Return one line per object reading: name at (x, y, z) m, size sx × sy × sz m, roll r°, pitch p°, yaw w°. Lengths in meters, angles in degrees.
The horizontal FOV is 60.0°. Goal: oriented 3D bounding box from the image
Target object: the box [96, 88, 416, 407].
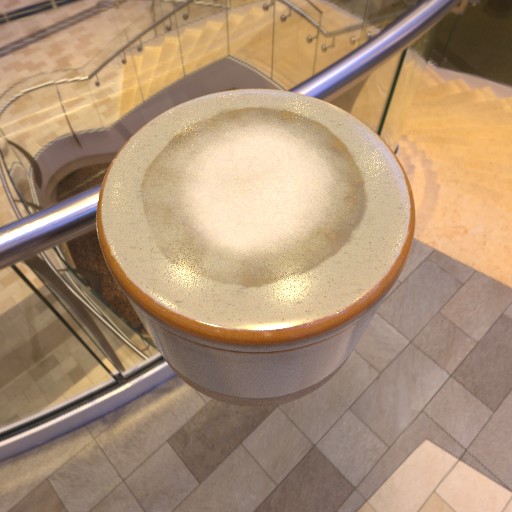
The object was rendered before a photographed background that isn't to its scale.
box at (0.000, 0.000, 0.211) m, size 0.123 × 0.100 × 0.123 m, roll 0°, pitch 58°, yaw 0°
